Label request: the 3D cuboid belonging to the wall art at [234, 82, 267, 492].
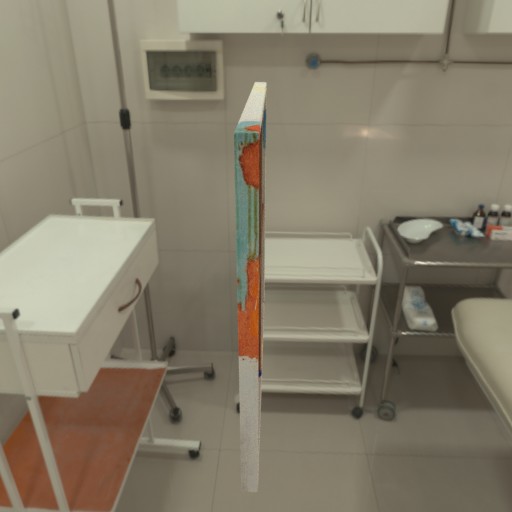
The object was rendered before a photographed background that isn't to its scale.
[{"bbox_3d":[0.000,0.000,1.206,0.037,0.814,0.814,1,26,2],"label":"wall art"}]
